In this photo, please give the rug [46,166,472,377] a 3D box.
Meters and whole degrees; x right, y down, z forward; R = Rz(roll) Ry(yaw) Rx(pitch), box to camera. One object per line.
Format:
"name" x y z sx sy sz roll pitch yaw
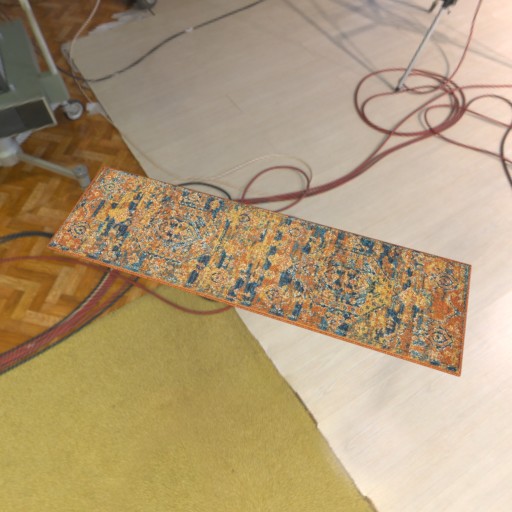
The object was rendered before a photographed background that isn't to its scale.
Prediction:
"rug" 0.000 0.000 2.456 2.274 0.016 0.651 16 60 10
